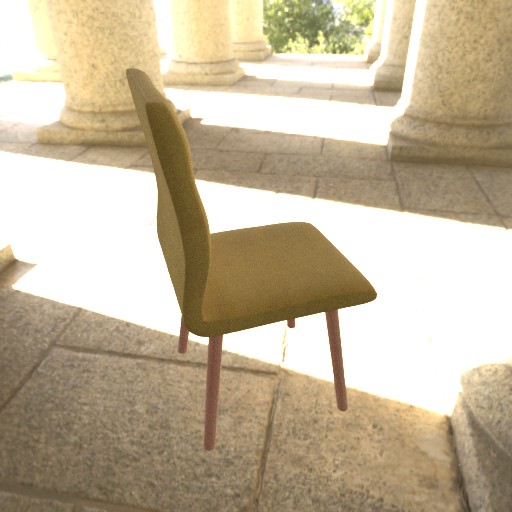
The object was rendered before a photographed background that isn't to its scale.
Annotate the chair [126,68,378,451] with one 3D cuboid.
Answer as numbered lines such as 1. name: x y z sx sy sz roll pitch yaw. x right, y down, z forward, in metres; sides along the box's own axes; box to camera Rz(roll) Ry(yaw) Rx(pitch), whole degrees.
1. chair: 0.000 0.000 1.264 0.550 0.965 0.450 -10 32 -16
